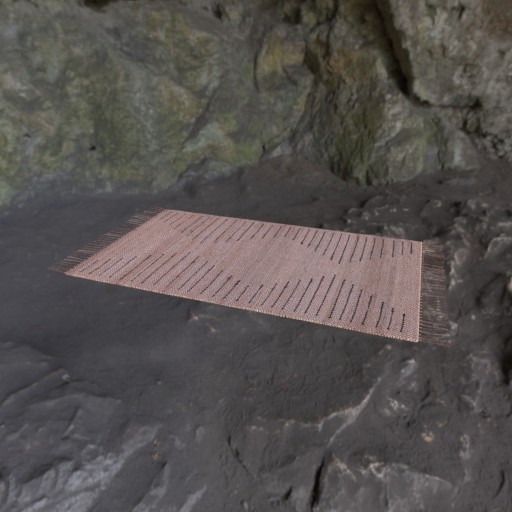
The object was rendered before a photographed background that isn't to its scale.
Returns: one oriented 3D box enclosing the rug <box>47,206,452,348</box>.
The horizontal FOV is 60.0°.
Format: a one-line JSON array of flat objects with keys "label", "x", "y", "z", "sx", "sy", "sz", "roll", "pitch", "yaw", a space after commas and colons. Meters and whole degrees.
[{"label": "rug", "x": 0.000, "y": 0.000, "z": 2.122, "sx": 1.718, "sy": 0.017, "sz": 0.905, "roll": 9, "pitch": 27, "yaw": 17}]
